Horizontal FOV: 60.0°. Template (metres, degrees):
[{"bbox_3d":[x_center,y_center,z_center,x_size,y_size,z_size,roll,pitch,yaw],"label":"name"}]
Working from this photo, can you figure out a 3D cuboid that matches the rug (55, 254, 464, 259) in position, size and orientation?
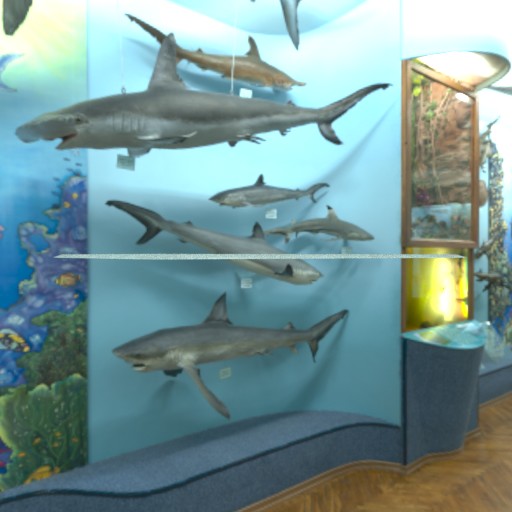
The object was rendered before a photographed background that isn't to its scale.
[{"bbox_3d":[0.000,0.000,3.945,2.933,0.027,2.332,0,0,-36],"label":"rug"}]
